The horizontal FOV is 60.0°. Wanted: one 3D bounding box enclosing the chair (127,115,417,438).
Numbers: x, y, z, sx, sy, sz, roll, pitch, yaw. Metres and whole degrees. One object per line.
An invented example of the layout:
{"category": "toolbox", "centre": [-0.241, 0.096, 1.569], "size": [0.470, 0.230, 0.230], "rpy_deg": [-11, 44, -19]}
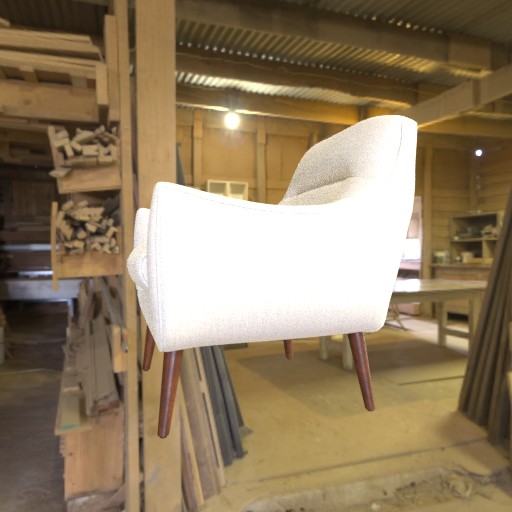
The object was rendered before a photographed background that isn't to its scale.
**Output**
{"category": "chair", "centre": [0.000, 0.000, 1.416], "size": [0.787, 0.838, 0.762], "rpy_deg": [0, 1, -18]}
